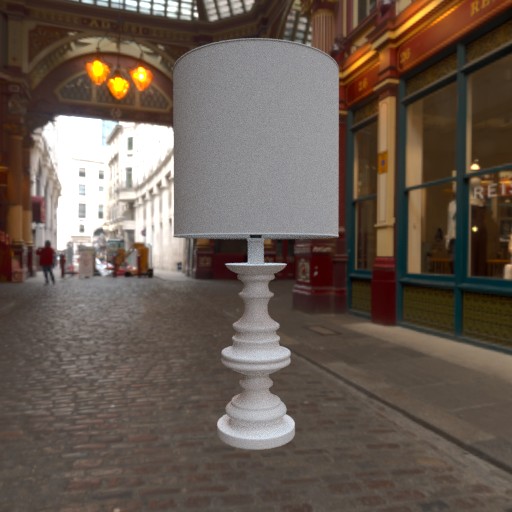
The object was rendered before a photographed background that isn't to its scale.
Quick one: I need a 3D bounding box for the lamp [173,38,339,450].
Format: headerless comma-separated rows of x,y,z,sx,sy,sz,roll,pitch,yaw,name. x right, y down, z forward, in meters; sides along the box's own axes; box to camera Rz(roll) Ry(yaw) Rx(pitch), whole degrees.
0.000,0.000,0.568,0.208,0.455,0.208,0,1,-18,lamp
